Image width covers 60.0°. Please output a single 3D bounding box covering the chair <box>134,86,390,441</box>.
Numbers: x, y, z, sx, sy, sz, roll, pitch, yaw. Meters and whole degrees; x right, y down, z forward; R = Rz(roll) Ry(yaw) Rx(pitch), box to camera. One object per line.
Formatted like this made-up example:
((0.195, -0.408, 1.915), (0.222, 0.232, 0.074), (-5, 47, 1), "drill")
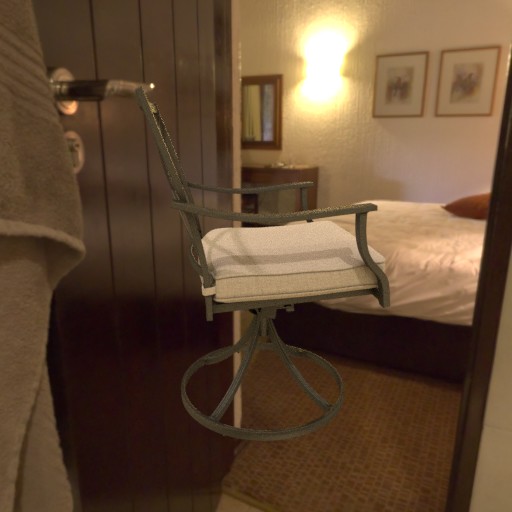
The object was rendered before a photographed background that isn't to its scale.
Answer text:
((0.000, 0.000, 1.315), (0.620, 0.889, 0.575), (-2, 15, -9), "chair")
